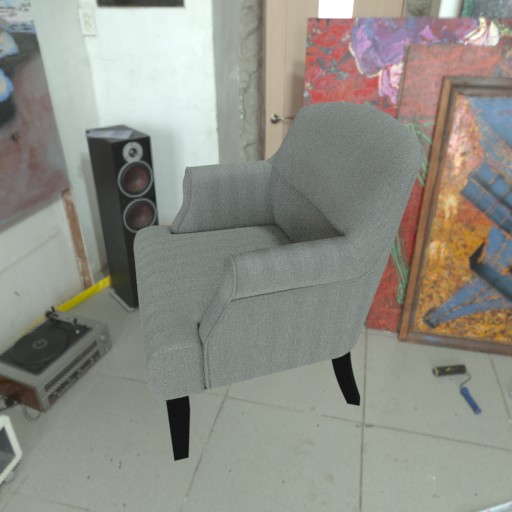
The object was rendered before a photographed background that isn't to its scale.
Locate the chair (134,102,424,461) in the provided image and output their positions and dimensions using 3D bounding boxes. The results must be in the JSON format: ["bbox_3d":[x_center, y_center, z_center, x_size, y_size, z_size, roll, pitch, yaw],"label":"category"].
[{"bbox_3d":[0.000,0.000,1.413,0.755,0.880,0.772,-8,30,-14],"label":"chair"}]
